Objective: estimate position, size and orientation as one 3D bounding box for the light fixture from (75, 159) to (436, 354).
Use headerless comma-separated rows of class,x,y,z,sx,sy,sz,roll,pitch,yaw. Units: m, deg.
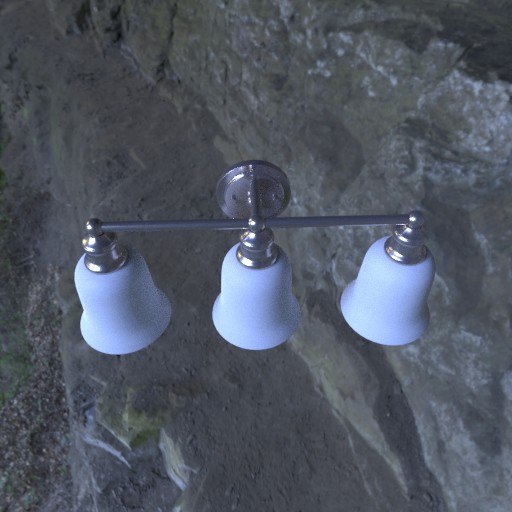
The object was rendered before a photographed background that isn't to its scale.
light fixture,0.000,0.000,0.672,0.570,0.211,0.198,-2,47,-1
